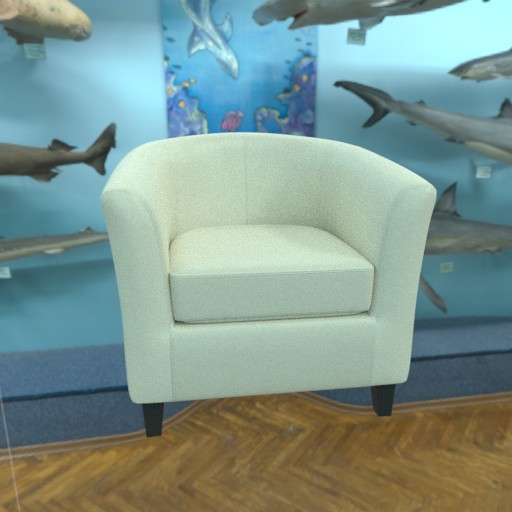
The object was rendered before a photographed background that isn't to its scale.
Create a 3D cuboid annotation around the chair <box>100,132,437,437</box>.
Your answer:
[{"bbox_3d":[0.000,0.000,1.390,0.792,0.756,0.727,-2,15,-8],"label":"chair"}]
